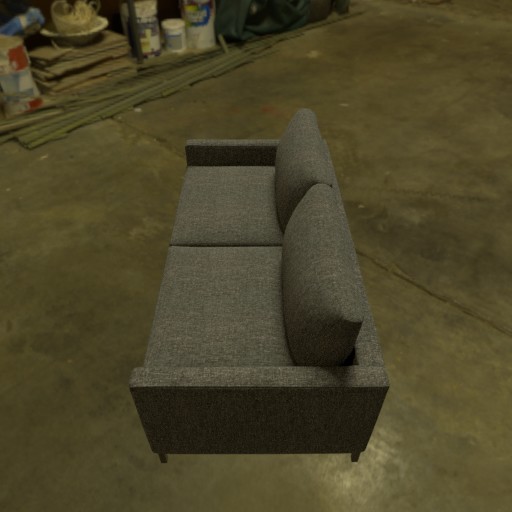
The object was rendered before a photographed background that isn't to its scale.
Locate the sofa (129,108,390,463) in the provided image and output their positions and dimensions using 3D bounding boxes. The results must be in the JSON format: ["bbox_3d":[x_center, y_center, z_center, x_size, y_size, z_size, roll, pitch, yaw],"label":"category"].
[{"bbox_3d":[0.000,0.000,2.172,0.866,0.862,1.716,0,42,0],"label":"sofa"}]
